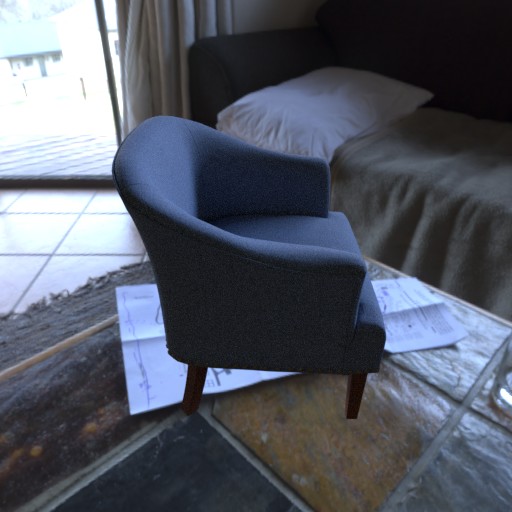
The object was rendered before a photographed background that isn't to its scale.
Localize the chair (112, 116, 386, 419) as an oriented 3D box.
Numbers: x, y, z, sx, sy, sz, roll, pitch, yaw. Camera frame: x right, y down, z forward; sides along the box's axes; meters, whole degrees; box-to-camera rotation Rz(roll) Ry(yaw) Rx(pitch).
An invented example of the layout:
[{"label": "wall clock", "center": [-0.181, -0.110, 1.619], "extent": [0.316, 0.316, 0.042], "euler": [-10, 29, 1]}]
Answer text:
[{"label": "chair", "center": [0.000, 0.000, 1.443], "extent": [0.704, 0.815, 0.798], "euler": [0, 31, 1]}]
